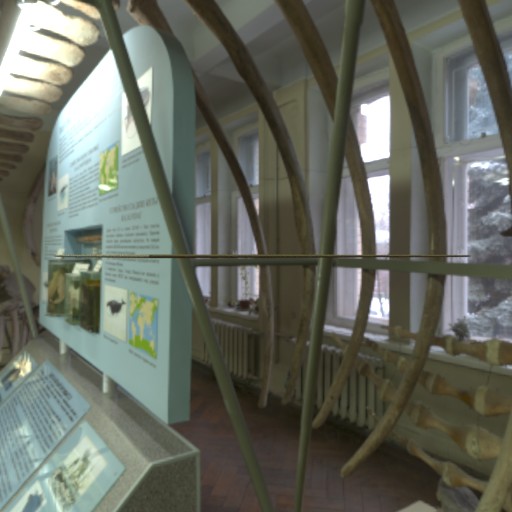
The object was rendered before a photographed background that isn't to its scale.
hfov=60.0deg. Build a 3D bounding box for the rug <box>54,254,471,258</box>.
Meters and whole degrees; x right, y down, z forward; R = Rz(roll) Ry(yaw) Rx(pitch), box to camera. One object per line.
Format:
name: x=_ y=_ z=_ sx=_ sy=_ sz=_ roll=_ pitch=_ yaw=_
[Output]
rug: x=0.000 y=0.000 z=4.080 sx=3.041 sy=0.020 sz=2.413 roll=0 pitch=0 yaw=-35
